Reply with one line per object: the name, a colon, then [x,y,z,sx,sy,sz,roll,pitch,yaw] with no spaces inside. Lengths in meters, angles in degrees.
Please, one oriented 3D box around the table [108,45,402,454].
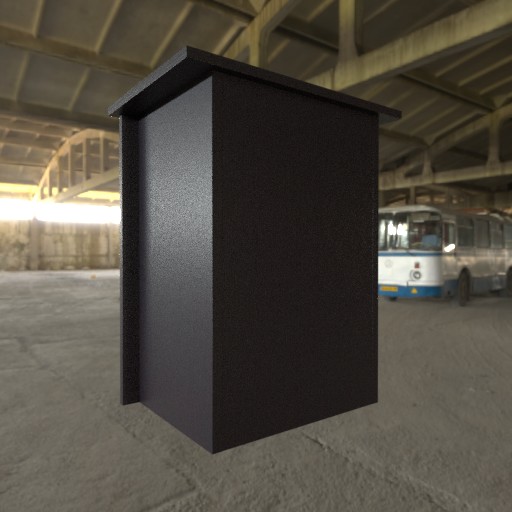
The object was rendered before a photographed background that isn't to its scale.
table: [0.000,0.000,1.082,0.589,0.711,0.408,0,1,-36]
